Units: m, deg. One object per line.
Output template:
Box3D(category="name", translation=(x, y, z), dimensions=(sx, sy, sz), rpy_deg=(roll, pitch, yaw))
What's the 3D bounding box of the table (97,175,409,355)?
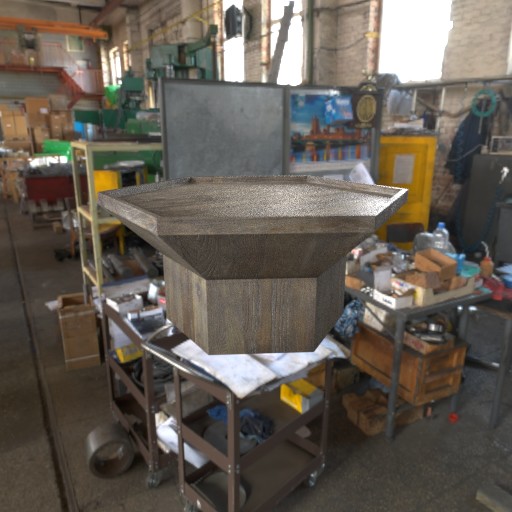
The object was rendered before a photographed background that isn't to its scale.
Box3D(category="table", translation=(0.000, 0.000, 1.652), dimensions=(0.966, 0.488, 1.115), rpy_deg=(8, 18, 25))
